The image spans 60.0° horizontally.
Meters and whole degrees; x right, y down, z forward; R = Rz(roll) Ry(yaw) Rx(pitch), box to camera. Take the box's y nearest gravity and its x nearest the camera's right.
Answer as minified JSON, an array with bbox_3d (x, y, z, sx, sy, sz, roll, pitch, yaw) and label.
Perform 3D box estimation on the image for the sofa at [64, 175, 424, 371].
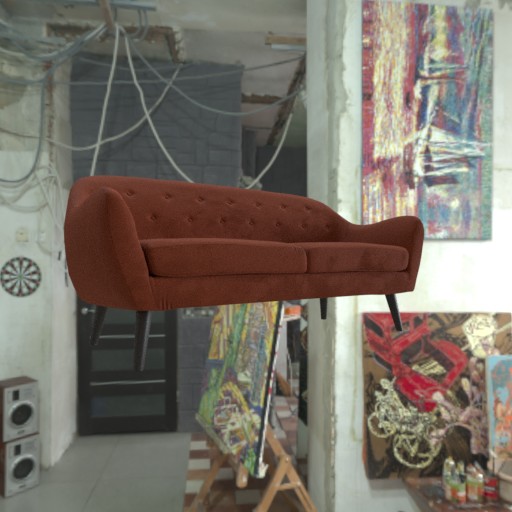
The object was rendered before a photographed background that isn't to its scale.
[{"bbox_3d":[0.000,0.000,2.313,1.840,0.836,0.820,0,0,-36],"label":"sofa"}]
